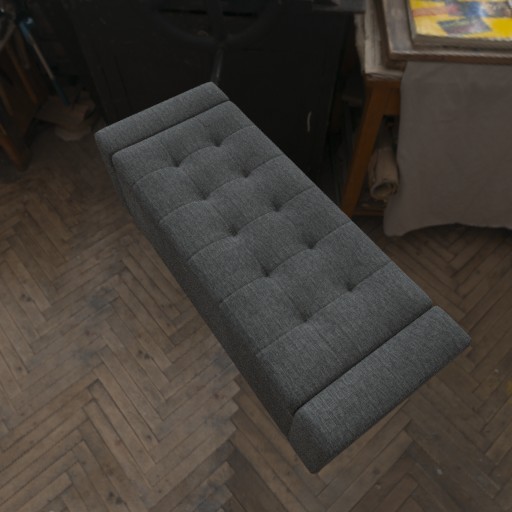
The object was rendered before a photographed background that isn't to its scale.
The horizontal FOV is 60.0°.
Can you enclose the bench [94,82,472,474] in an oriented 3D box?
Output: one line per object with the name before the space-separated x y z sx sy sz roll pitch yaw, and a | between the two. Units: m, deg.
bench | 0.000 0.000 1.538 0.508 0.445 1.296 -31 64 -17
